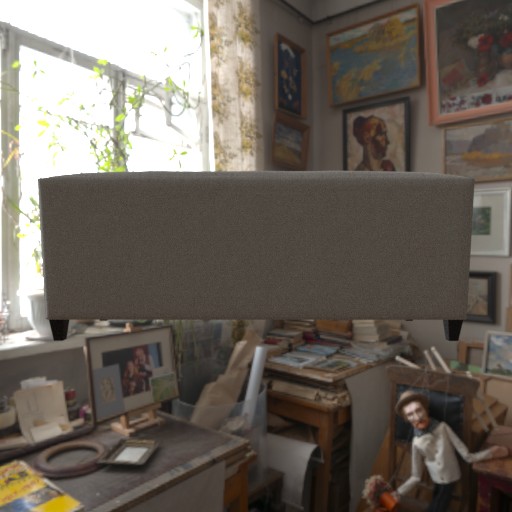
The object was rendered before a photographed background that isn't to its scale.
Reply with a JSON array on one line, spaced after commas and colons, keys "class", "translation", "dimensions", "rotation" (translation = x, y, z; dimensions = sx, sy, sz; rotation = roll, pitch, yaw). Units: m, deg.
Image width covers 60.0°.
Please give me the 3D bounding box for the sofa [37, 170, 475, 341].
[{"class": "sofa", "translation": [0.000, 0.000, 2.704], "dimensions": [2.235, 0.901, 0.914], "rotation": [0, 1, 0]}]
